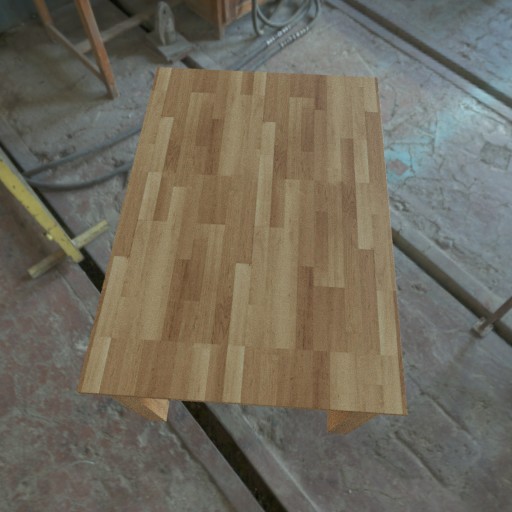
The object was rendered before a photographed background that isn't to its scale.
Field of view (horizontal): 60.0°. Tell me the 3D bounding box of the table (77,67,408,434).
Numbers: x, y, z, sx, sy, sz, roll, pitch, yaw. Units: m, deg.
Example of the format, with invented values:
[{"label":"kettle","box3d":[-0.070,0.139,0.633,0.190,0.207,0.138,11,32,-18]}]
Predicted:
[{"label":"table","box3d":[0.000,0.000,1.835,0.900,0.750,1.300,3,62,2]}]
